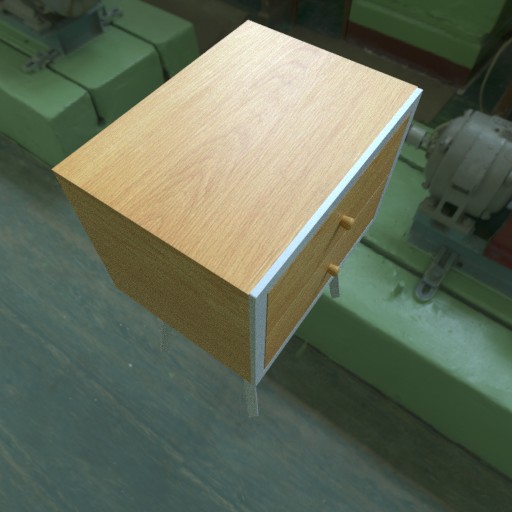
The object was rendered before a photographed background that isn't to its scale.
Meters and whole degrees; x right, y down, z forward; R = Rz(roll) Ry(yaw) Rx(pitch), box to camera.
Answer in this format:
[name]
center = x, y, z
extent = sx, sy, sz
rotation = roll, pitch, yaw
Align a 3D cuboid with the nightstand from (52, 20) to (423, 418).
[nightstand]
center = 0.000, 0.000, 0.821
extent = 0.316, 0.601, 0.400
rotation = 31, 62, 18
